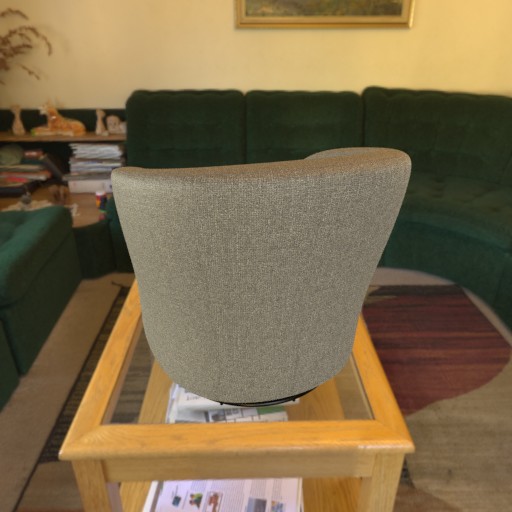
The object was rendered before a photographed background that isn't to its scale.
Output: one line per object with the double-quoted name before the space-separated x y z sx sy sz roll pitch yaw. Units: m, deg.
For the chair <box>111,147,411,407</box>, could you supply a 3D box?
"chair" 0.000 0.000 1.388 0.791 0.771 0.815 -9 28 -17
